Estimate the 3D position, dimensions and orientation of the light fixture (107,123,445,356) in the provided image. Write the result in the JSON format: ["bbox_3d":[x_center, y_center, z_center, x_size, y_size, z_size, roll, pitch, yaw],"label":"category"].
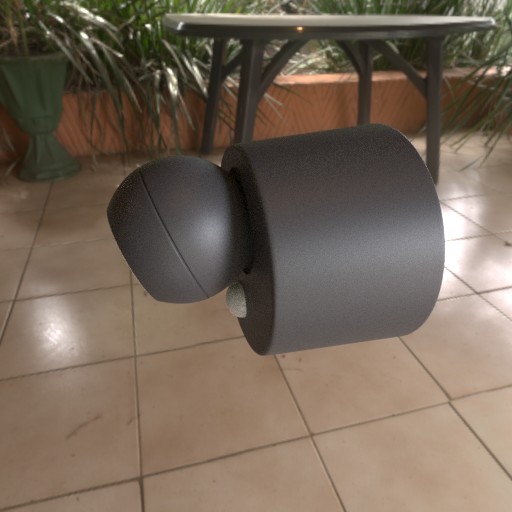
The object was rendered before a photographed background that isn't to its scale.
[{"bbox_3d":[0.000,0.000,0.267,0.160,0.143,0.134,-9,31,-14],"label":"light fixture"}]
